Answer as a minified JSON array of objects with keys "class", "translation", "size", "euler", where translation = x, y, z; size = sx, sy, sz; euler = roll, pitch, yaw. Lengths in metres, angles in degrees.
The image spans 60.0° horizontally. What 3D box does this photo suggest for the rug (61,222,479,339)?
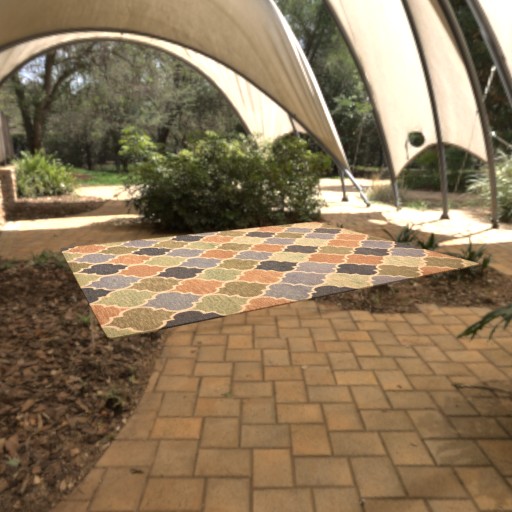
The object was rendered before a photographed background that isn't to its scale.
[{"class":"rug","translation":[0.000,0.000,4.215],"size":[3.200,0.013,2.439],"euler":[-8,16,-28]}]
